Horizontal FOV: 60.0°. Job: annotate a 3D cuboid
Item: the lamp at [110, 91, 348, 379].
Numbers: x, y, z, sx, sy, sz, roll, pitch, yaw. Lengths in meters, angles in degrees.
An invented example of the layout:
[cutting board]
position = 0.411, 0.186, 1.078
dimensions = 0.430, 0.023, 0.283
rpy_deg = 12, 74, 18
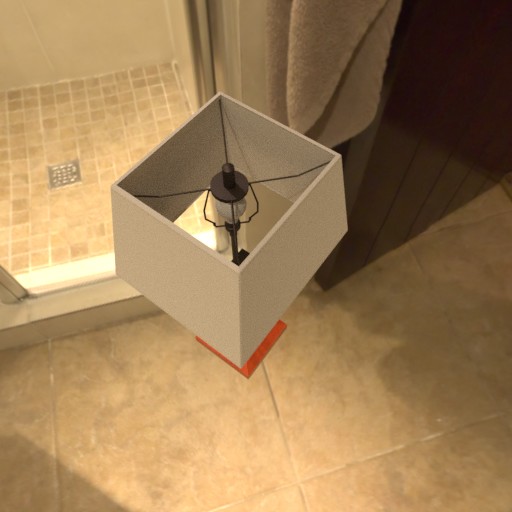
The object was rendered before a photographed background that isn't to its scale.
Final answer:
[lamp]
position = 0.000, 0.000, 1.011
dimensions = 0.310, 0.737, 0.498
rpy_deg = 33, 66, 17
